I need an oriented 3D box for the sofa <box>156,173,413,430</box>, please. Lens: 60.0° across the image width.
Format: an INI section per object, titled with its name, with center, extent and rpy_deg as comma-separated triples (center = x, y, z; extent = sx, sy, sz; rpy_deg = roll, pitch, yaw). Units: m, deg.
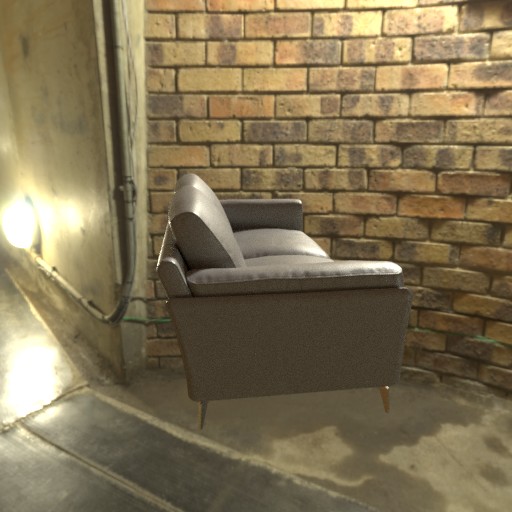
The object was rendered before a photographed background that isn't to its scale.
[sofa]
center = 0.000, 0.000, 2.776
extent = 1.049, 0.930, 2.101
rpy_deg = -2, 16, -8
